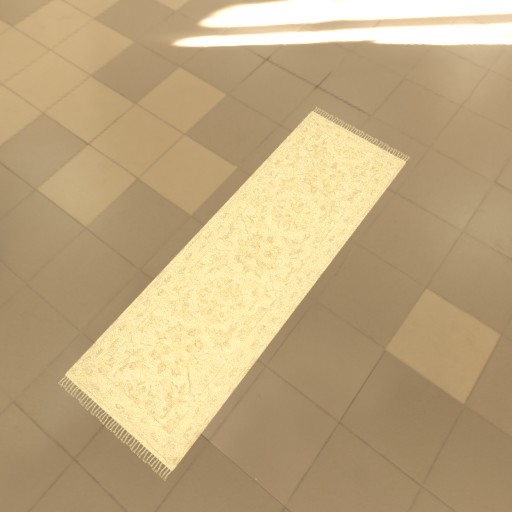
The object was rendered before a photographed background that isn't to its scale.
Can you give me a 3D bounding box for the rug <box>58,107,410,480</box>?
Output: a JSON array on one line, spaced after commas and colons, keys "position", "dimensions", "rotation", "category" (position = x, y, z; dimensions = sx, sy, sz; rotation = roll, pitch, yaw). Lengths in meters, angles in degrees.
[{"position": [0.000, 0.000, 2.768], "dimensions": [0.795, 0.015, 2.544], "rotation": [34, 68, 16], "category": "rug"}]
